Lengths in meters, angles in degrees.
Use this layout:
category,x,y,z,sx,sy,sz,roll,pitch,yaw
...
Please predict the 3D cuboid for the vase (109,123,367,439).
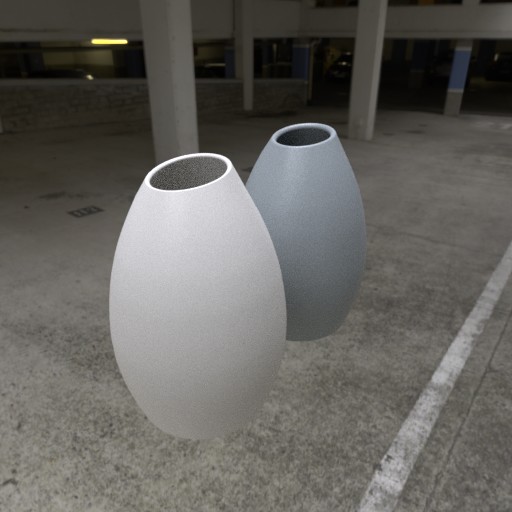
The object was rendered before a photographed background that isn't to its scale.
category,x,y,z,sx,sy,sz,roll,pitch,yaw
vase,0.000,0.000,0.258,0.089,0.131,0.187,18,32,32
